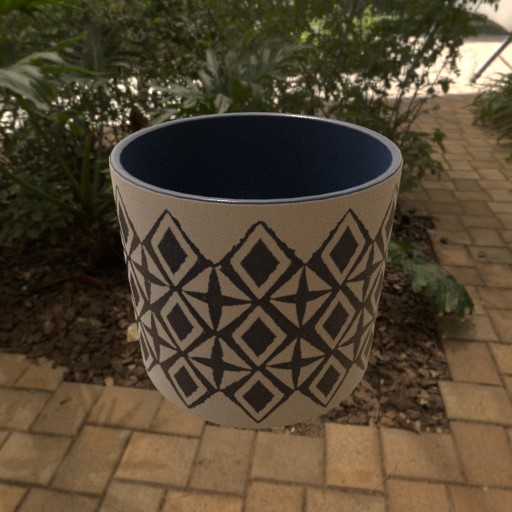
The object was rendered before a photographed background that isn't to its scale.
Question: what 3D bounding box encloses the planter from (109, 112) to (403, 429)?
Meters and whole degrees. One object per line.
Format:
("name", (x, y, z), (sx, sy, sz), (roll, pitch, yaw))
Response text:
("planter", (0.000, 0.000, 0.400), (0.224, 0.203, 0.224), (0, 31, 0))
